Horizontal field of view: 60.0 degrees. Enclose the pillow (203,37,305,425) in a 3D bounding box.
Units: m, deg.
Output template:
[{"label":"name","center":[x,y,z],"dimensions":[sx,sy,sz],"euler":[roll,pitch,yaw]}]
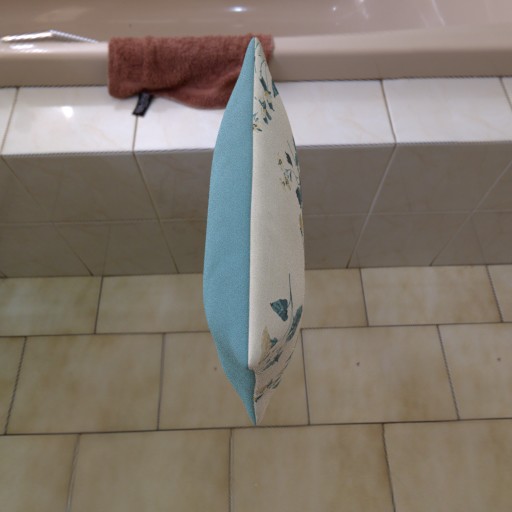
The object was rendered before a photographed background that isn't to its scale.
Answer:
[{"label":"pillow","center":[0.000,0.000,0.809],"dimensions":[0.166,0.507,0.526],"euler":[1,63,0]}]
